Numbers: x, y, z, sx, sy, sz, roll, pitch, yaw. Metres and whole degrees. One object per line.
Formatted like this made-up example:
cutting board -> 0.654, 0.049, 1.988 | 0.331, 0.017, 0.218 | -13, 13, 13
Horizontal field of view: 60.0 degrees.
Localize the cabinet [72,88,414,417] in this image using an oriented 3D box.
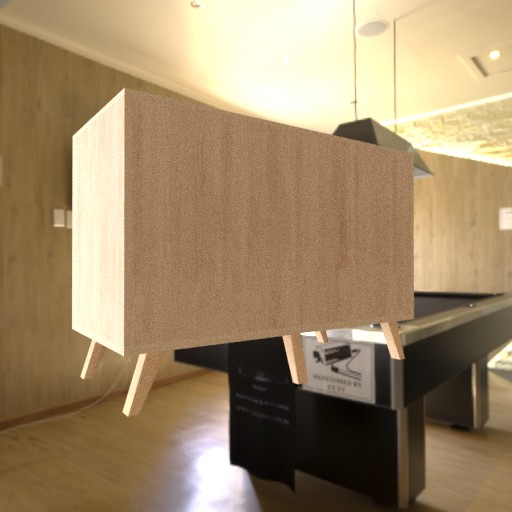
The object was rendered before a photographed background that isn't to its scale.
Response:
cabinet -> 0.000, 0.000, 1.560 | 1.110, 0.780, 0.500 | 0, 0, -35
